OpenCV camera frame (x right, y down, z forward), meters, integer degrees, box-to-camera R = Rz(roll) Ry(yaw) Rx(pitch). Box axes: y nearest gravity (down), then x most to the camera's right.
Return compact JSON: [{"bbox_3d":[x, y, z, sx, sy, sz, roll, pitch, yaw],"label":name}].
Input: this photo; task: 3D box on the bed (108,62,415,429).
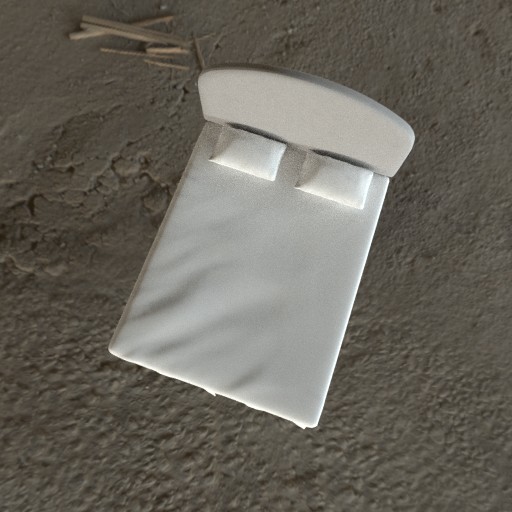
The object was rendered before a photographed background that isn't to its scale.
[{"bbox_3d":[0.000,0.000,3.080,1.607,1.410,2.005,19,75,5],"label":"bed"}]
